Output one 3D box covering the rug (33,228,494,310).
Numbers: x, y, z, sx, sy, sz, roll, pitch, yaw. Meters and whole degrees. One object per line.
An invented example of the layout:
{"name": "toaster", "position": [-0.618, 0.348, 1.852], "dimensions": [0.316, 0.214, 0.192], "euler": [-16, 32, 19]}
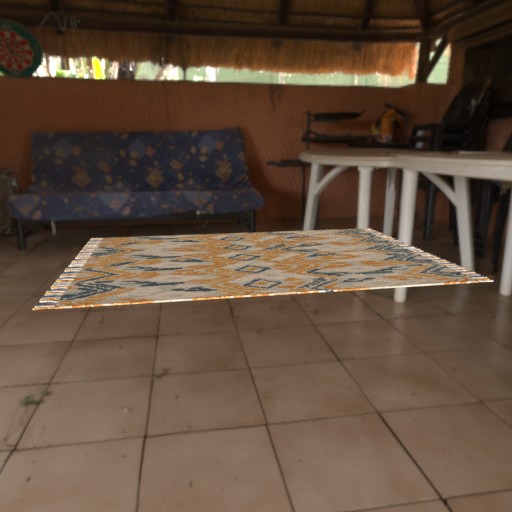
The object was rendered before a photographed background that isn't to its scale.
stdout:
{"name": "rug", "position": [0.000, 0.000, 2.296], "dimensions": [1.827, 0.008, 1.230], "euler": [-3, 14, -10]}
